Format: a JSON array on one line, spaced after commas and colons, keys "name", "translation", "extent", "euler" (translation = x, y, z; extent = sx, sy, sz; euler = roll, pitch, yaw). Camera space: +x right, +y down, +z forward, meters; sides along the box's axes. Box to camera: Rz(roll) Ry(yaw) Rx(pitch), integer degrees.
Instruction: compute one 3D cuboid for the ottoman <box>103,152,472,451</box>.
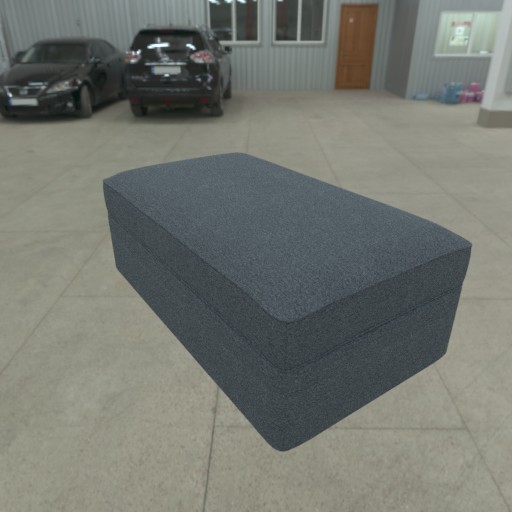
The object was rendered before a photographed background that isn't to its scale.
[{"name": "ottoman", "translation": [0.000, 0.000, 1.553], "extent": [0.681, 0.494, 1.173], "euler": [-17, 32, -31]}]
